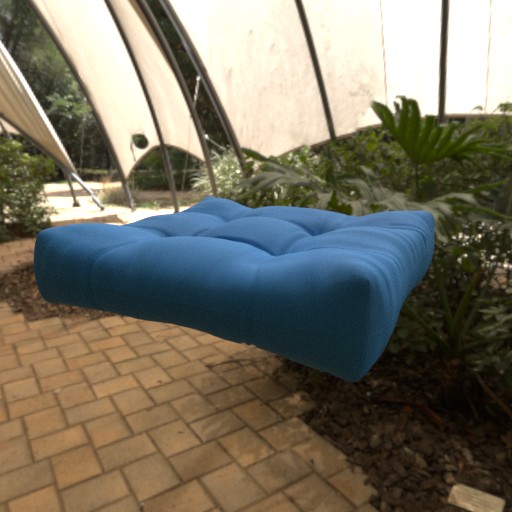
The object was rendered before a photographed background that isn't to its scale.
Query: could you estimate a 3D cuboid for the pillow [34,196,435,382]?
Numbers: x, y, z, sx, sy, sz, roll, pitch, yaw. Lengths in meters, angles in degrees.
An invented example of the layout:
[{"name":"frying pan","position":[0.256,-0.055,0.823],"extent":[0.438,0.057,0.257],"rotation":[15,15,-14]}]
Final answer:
[{"name":"pillow","position":[0.000,0.000,0.706],"extent":[0.490,0.128,0.468],"rotation":[7,16,27]}]
